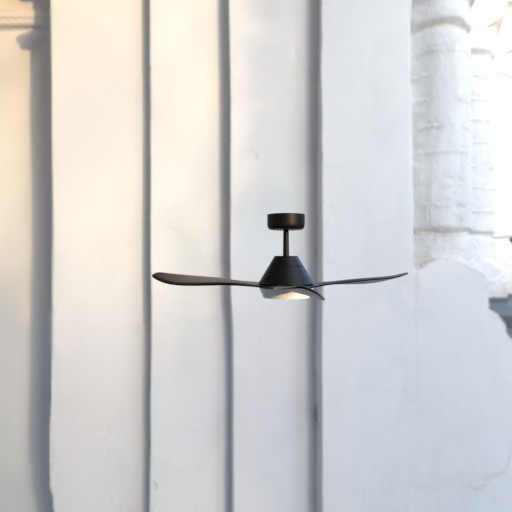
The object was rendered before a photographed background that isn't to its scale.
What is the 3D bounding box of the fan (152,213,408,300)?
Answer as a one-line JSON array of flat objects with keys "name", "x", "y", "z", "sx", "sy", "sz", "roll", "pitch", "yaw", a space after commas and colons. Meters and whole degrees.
[{"name": "fan", "x": 0.000, "y": 0.000, "z": 1.610, "sx": 1.067, "sy": 0.305, "sz": 1.067, "roll": 0, "pitch": 0, "yaw": 18}]
